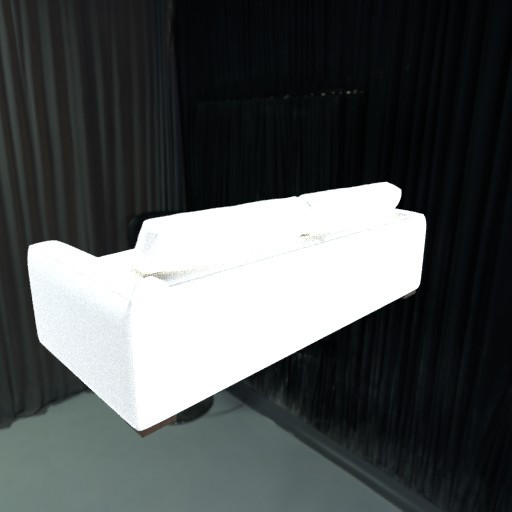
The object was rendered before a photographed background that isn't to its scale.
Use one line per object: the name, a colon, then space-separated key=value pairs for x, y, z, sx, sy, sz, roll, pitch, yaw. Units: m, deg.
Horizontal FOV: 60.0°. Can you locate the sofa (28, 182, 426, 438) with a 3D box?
sofa: x=0.000 y=0.000 z=2.657 sx=2.262 sy=0.801 sz=1.070 roll=-15 pitch=22 yaw=-42
